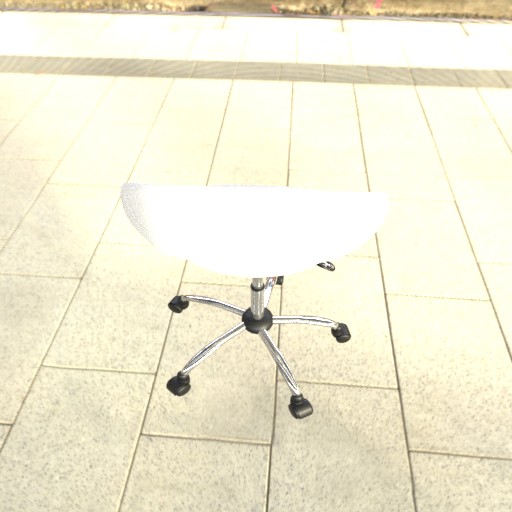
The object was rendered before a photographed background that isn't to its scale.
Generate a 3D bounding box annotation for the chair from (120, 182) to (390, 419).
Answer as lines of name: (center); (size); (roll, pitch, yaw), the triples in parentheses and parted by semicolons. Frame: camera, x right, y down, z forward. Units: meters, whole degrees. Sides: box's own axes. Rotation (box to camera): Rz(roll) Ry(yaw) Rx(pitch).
chair: (0.000, 0.000, 1.159); (0.612, 0.791, 0.538); (2, 47, 2)
